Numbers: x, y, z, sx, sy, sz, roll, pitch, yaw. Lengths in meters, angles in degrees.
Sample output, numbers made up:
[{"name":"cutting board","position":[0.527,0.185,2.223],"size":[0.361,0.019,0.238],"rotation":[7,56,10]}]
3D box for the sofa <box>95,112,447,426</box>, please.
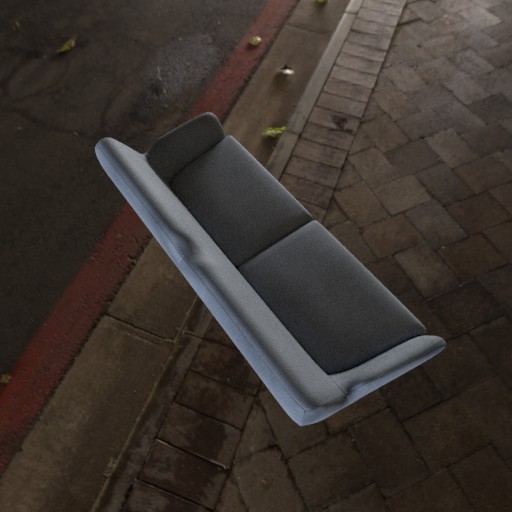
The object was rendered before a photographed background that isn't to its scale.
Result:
[{"name":"sofa","position":[0.000,0.000,2.337],"size":[0.850,0.810,1.870],"rotation":[-32,63,-18]}]
